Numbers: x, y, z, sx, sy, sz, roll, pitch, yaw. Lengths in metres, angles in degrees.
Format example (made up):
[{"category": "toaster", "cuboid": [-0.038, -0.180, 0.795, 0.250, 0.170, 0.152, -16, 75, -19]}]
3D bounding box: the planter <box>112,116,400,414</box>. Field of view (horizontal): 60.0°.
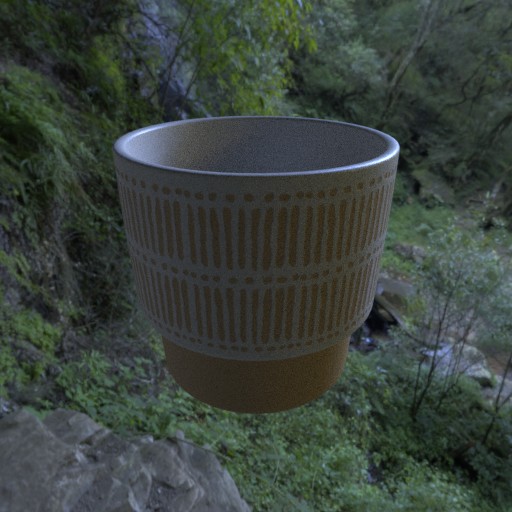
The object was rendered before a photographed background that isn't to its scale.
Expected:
[{"category": "planter", "cuboid": [0.000, 0.000, 0.573, 0.317, 0.303, 0.317, 0, 26, 0]}]
